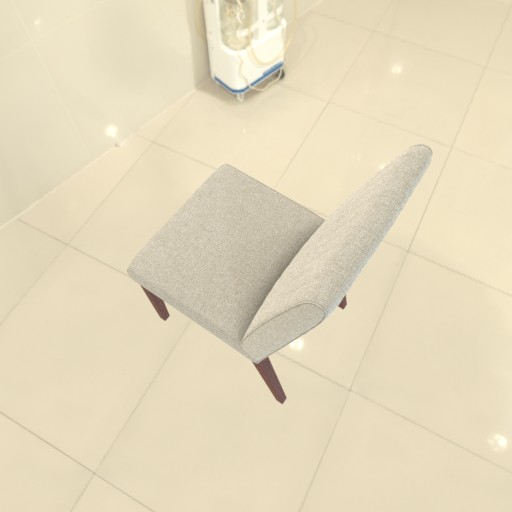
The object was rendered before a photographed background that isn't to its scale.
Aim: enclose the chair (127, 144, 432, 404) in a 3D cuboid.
[{"bbox_3d":[0.000,0.000,1.255,0.594,0.900,0.480,32,66,16],"label":"chair"}]
